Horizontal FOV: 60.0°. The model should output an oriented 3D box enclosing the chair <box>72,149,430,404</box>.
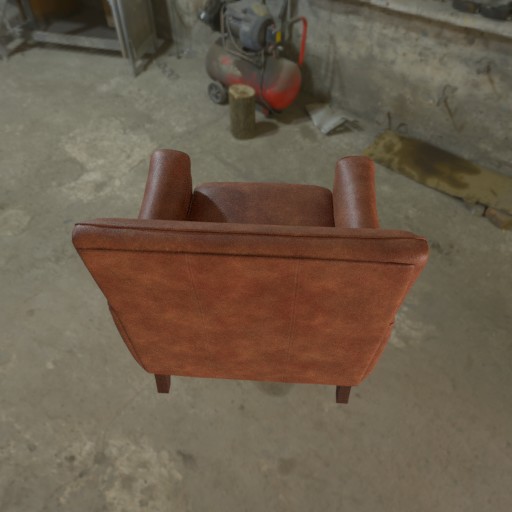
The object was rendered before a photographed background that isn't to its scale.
[{"bbox_3d":[0.000,0.000,1.587,0.870,0.943,0.823,3,48,2],"label":"chair"}]
